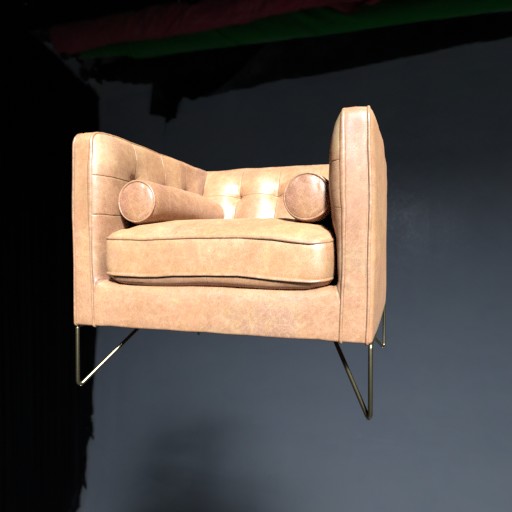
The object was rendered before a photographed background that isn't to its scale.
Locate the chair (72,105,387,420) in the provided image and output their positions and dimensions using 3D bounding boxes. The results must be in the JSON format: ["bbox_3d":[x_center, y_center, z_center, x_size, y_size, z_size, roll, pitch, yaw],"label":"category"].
[{"bbox_3d":[0.000,0.000,1.637,0.920,0.797,0.912,0,1,18],"label":"chair"}]
